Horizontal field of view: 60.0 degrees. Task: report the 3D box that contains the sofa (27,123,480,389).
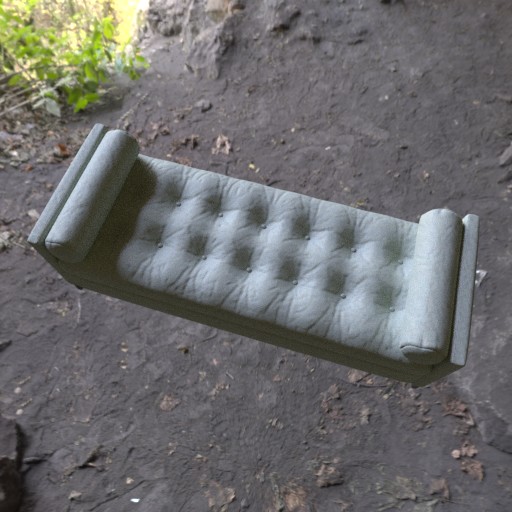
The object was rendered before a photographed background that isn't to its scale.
[{"bbox_3d":[0.000,0.000,2.412,2.102,0.705,0.796,15,65,7],"label":"sofa"}]
